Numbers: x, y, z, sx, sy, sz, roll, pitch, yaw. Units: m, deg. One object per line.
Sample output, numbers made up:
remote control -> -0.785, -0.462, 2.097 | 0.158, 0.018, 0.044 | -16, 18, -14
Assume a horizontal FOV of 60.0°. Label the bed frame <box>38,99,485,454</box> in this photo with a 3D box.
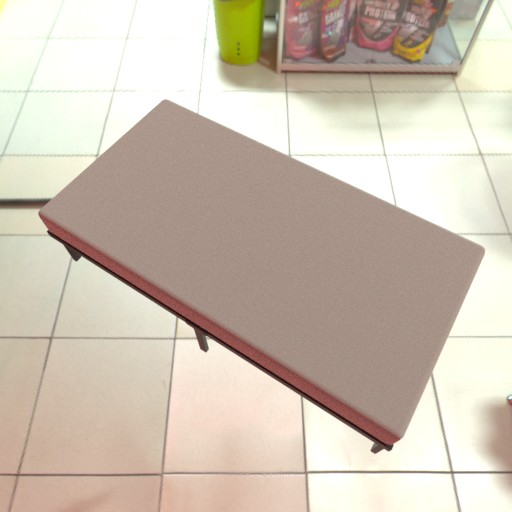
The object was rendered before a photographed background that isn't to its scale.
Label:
bed frame -> 0.000, 0.000, 3.150 | 2.635, 0.680, 1.393 | 29, 63, 16
